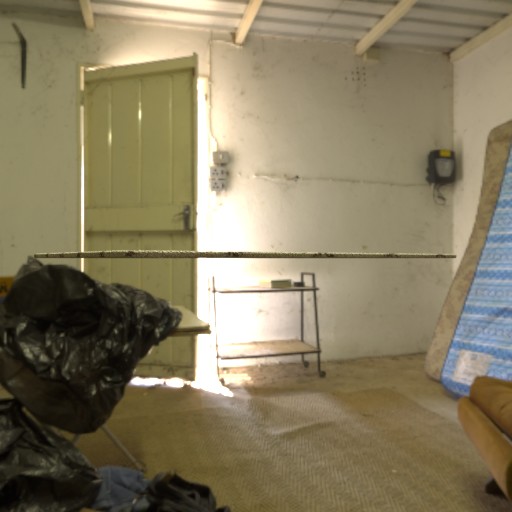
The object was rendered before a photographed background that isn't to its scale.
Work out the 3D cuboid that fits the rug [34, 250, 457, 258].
[{"bbox_3d":[0.000,0.000,2.992,2.438,0.030,1.524,0,0,-38],"label":"rug"}]
